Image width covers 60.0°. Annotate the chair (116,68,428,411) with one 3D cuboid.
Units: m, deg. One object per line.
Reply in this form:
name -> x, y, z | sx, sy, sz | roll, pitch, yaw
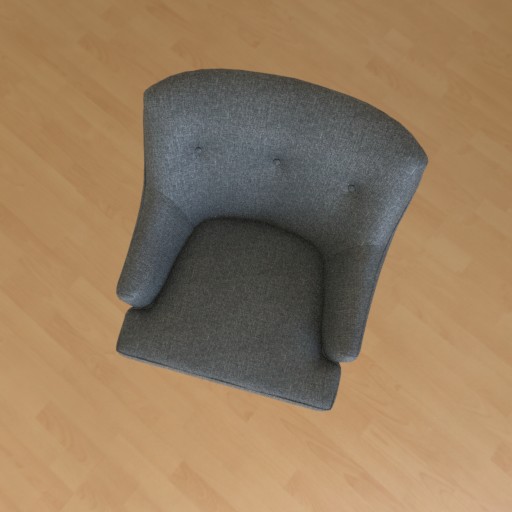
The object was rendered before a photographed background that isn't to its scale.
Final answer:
chair -> 0.000, 0.000, 1.584 | 0.864, 0.856, 0.923 | 15, 78, 3
